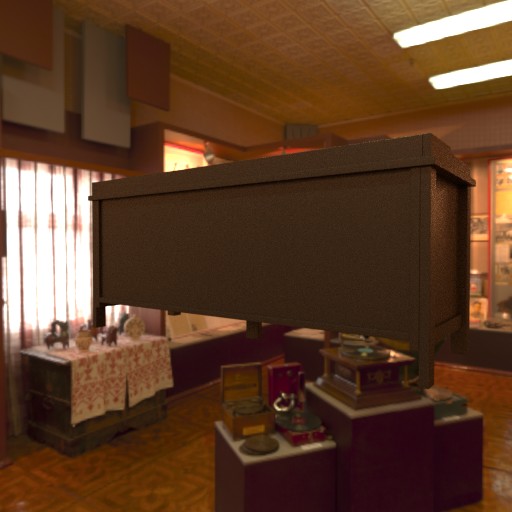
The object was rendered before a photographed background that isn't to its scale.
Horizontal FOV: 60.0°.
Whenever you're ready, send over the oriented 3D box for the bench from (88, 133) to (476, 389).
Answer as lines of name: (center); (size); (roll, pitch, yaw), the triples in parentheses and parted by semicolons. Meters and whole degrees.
bench: (0.000, 0.000, 1.345); (1.140, 0.501, 0.398); (1, 2, 36)
